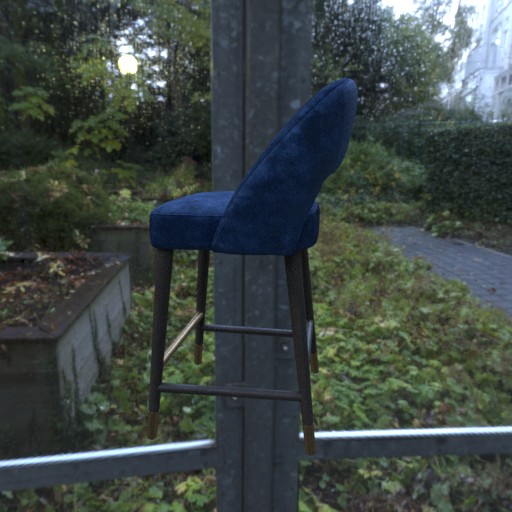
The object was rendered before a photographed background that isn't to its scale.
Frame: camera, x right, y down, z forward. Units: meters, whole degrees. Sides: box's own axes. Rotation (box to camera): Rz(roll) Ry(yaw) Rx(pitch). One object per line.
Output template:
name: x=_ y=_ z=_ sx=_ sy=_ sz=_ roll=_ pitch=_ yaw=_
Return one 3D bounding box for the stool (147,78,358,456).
stool: x=0.000 y=0.000 z=1.267 sx=0.524 sy=0.925 sz=0.536 roll=2 pitch=13 yaw=9
